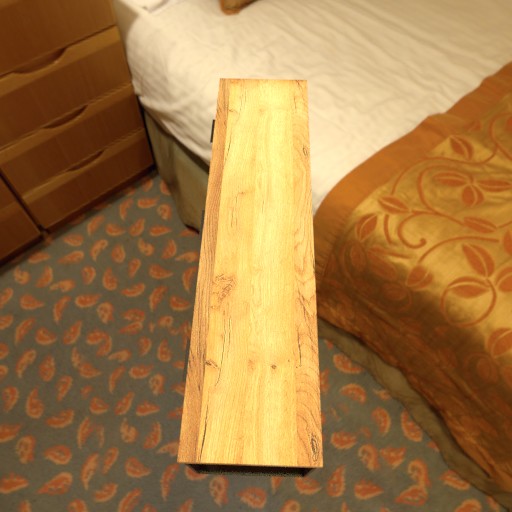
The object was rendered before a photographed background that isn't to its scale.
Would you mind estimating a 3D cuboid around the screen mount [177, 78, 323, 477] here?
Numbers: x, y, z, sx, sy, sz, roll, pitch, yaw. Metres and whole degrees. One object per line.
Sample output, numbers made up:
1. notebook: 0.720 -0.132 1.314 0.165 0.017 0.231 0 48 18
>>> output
1. screen mount: 0.000 0.000 1.732 0.395 0.450 1.524 2 59 1
